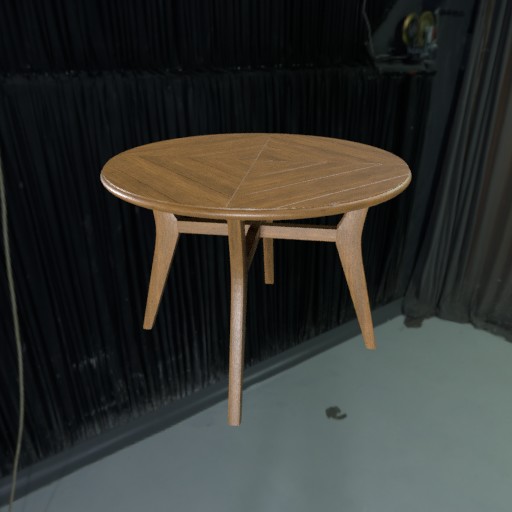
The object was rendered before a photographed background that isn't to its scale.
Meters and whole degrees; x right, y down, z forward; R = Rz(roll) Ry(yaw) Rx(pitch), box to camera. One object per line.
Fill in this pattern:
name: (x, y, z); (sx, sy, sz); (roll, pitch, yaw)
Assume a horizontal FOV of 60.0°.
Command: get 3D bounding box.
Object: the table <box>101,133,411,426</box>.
table: (0.000, 0.000, 1.735); (1.055, 0.757, 1.055); (0, 26, 0)
